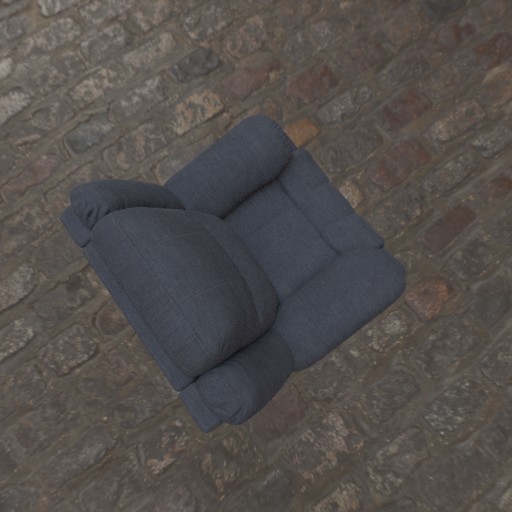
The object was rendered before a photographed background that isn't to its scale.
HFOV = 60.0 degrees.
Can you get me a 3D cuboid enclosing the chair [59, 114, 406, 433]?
[{"bbox_3d":[0.000,0.000,1.709,0.944,1.008,0.899,-36,78,-9],"label":"chair"}]
